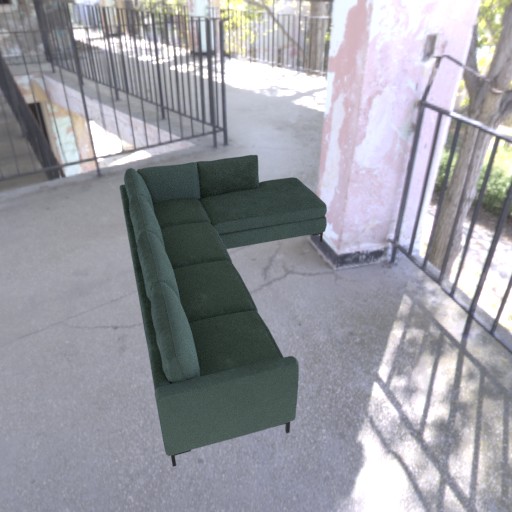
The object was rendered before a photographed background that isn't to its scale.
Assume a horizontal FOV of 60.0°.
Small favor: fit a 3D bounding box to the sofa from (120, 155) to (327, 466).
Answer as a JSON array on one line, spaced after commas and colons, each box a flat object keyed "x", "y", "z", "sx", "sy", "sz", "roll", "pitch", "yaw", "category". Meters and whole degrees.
[{"x": 0.000, "y": 0.000, "z": 3.185, "sx": 1.707, "sy": 0.687, "sz": 2.486, "roll": -10, "pitch": 33, "yaw": -15, "category": "sofa"}]
